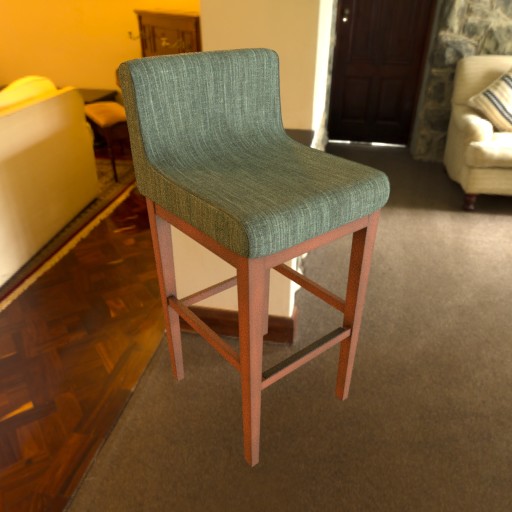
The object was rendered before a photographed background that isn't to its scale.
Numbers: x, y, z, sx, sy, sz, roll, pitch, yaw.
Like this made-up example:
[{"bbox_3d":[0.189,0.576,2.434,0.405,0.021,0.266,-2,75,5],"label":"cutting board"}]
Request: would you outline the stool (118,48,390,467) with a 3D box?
[{"bbox_3d":[0.000,0.000,1.184,0.426,0.965,0.499,-22,37,-32],"label":"stool"}]
